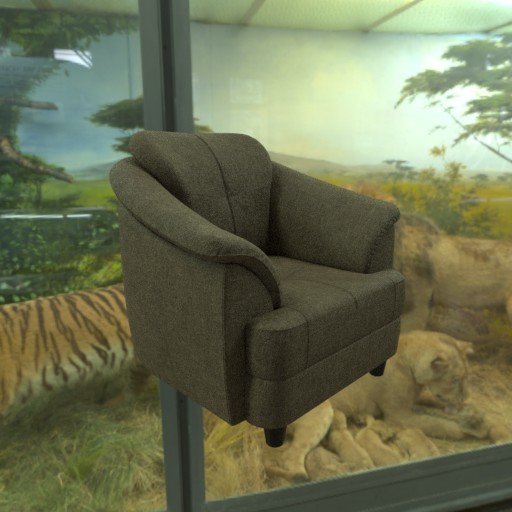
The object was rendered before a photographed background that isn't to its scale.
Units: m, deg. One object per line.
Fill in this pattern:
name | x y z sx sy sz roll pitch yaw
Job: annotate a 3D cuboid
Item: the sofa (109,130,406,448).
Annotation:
sofa | 0.000 0.000 1.476 0.794 0.811 0.870 13 19 43
